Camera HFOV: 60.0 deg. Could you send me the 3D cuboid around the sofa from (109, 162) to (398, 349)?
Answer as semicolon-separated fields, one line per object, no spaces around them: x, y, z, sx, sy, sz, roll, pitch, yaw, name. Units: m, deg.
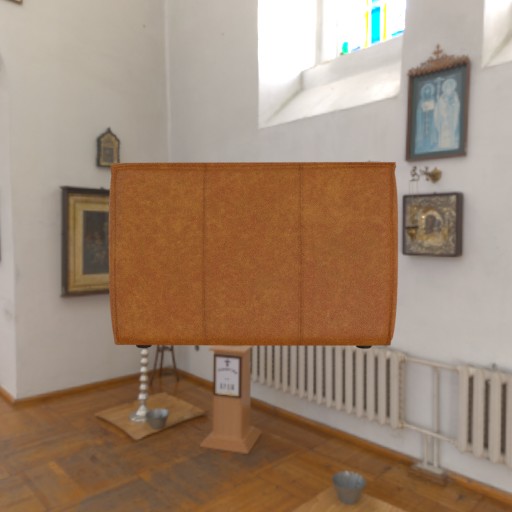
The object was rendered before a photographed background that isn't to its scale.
0.000;0.000;2.608;1.102;0.703;2.088;0;1;1;sofa
